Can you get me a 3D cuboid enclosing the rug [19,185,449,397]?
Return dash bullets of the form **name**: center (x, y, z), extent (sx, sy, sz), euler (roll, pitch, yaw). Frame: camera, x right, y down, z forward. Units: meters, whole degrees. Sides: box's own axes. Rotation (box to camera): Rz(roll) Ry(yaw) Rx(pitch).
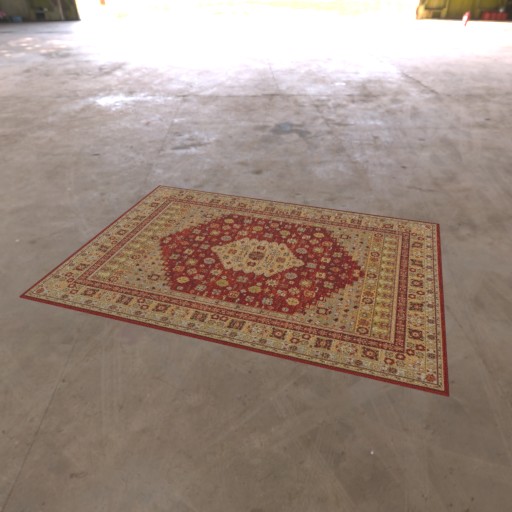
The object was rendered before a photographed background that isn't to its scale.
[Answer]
- **rug**: center (0.000, 0.000, 2.779), extent (2.211, 0.013, 1.593), euler (10, 34, 15)
